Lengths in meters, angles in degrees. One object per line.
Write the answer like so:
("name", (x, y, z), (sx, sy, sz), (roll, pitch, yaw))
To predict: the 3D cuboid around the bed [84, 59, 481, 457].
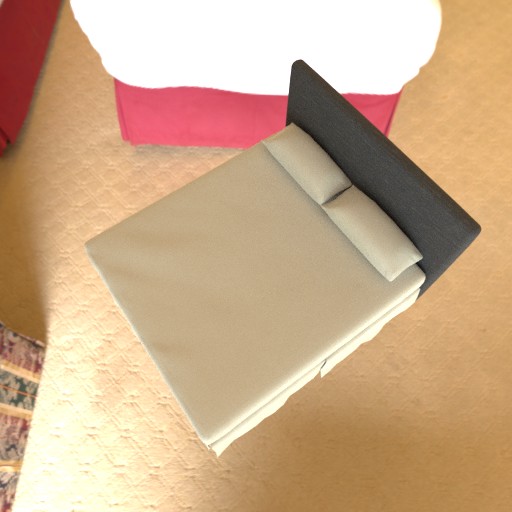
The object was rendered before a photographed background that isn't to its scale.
("bed", (0.000, 0.000, 3.323), (2.142, 1.330, 1.884), (-33, 69, -15))
